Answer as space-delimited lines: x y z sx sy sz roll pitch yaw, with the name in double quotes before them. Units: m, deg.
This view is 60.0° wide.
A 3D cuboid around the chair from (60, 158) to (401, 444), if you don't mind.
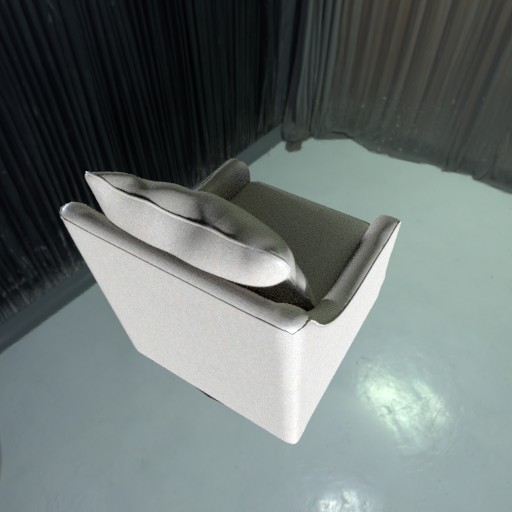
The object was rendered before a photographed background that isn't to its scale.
"chair" 0.000 0.000 1.558 0.760 0.942 0.876 24 51 22
